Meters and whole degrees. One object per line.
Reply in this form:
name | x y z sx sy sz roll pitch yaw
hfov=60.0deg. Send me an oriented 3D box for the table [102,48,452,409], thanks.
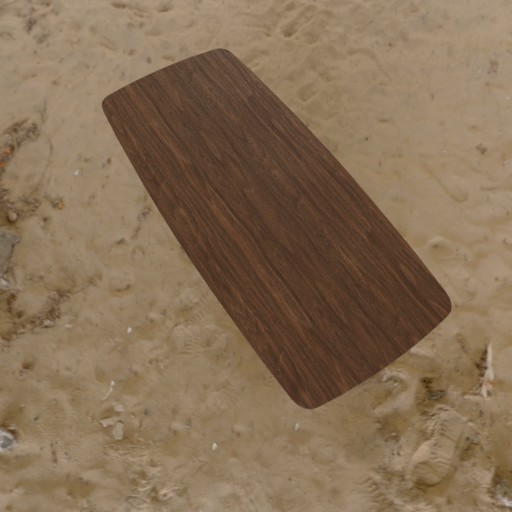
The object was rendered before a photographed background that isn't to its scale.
table | 0.000 0.000 1.127 0.361 0.576 0.804 -30 67 -14
